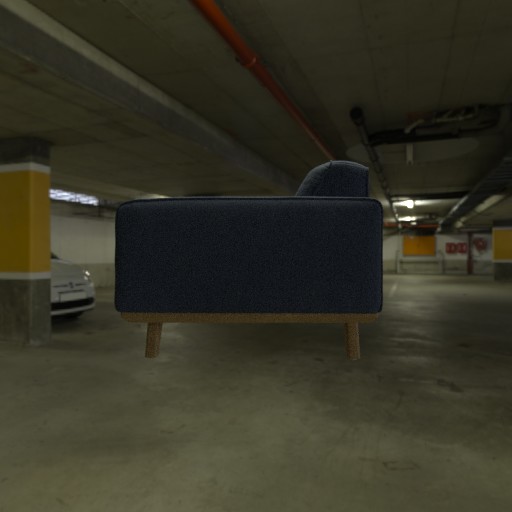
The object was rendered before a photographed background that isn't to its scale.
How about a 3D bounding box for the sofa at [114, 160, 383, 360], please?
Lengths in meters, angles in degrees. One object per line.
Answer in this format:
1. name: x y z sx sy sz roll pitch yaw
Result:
1. sofa: 0.000 0.000 2.657 0.953 0.782 2.270 0 0 1
